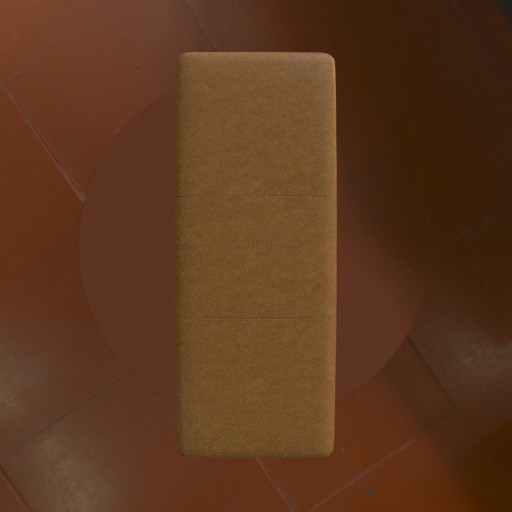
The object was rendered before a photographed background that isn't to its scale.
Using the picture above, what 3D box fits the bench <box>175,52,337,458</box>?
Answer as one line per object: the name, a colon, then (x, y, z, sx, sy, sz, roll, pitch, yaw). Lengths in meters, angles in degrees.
bench: (0.000, 0.000, 1.908, 0.653, 0.399, 1.610, 0, 91, 0)
